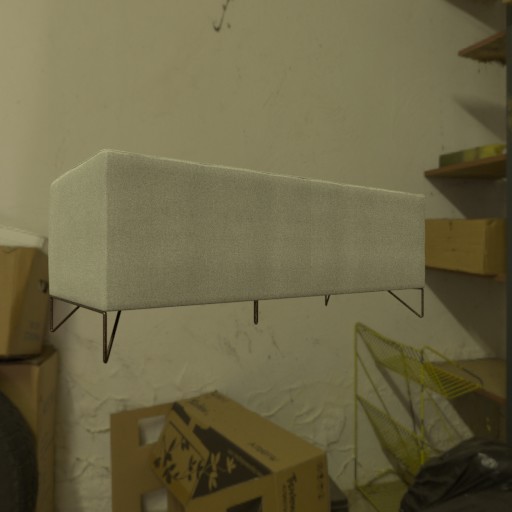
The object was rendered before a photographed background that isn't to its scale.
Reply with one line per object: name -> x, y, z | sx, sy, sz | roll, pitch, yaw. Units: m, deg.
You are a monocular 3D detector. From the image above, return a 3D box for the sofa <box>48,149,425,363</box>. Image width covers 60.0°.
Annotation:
sofa -> 0.000, 0.000, 2.585 | 2.079, 0.798, 0.912 | 0, 0, -37
